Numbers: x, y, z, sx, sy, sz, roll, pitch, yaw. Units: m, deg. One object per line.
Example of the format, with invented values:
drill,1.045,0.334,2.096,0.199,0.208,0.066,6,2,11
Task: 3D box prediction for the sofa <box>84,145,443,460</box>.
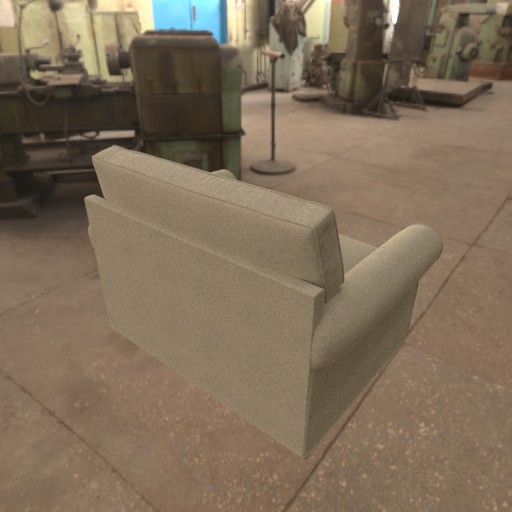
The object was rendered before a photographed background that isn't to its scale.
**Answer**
sofa,0.000,0.000,2.084,1.405,0.991,0.936,22,36,34
